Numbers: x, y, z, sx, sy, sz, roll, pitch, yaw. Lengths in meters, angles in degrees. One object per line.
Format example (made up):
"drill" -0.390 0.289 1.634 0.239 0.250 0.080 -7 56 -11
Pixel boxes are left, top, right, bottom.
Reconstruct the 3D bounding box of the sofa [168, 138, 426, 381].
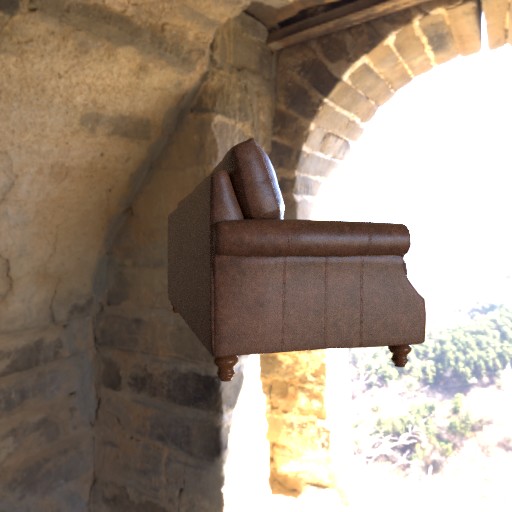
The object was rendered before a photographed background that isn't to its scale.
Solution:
"sofa" 0.000 0.000 2.863 0.973 0.977 2.351 0 1 -16
